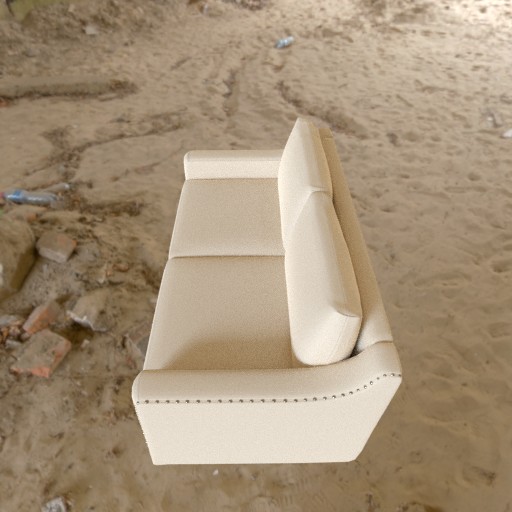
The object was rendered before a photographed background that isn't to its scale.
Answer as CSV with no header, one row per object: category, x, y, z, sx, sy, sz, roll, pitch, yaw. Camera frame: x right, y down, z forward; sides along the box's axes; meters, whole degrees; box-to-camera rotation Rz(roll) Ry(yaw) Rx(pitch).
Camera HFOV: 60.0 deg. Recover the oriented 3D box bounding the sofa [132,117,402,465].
sofa,0.000,0.000,2.291,0.949,0.830,1.812,0,42,0
